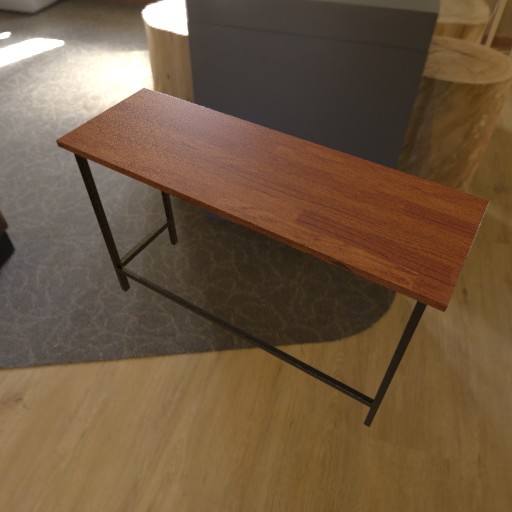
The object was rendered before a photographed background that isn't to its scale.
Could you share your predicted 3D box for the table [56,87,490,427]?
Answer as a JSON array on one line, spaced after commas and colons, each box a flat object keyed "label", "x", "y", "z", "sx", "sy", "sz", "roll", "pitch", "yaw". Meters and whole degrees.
[{"label": "table", "x": 0.000, "y": 0.000, "z": 1.540, "sx": 1.204, "sy": 0.740, "sz": 0.408, "roll": 24, "pitch": 52, "yaw": 21}]
